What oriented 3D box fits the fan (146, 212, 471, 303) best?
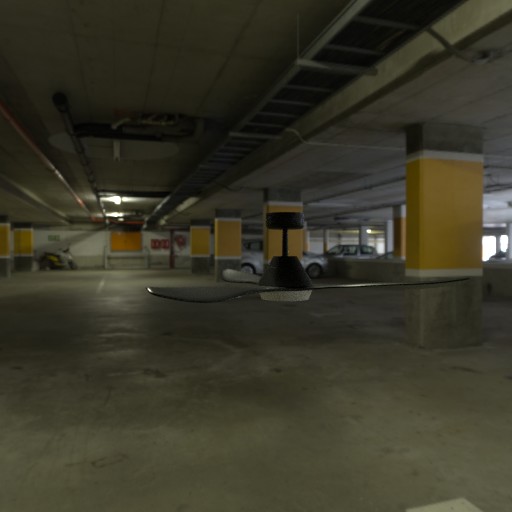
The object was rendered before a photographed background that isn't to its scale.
[{"bbox_3d":[0.000,0.000,1.635,1.067,0.305,1.067,-1,1,-35],"label":"fan"}]
